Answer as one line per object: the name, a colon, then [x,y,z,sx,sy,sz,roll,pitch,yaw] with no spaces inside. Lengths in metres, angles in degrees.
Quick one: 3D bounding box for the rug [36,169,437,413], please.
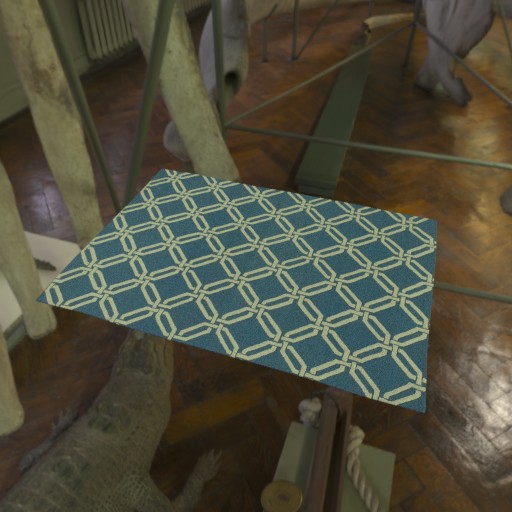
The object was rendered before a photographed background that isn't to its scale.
rug: [0.000,0.000,2.777,2.135,0.013,1.524,13,43,14]
